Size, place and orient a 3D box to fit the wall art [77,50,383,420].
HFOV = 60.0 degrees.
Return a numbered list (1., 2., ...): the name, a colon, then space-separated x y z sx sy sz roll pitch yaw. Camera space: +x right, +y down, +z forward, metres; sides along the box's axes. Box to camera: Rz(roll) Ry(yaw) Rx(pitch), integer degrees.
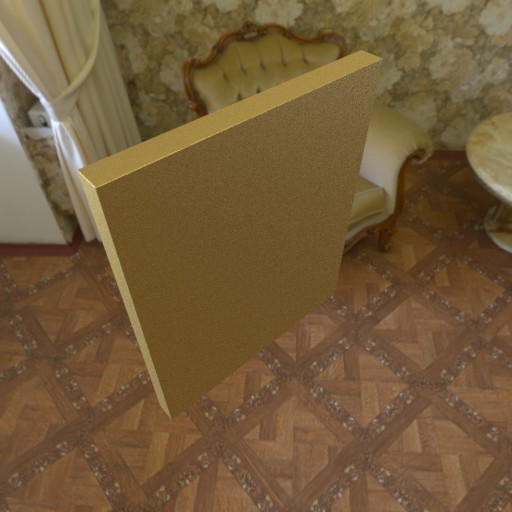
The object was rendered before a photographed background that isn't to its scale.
1. wall art: 0.000 0.000 0.878 0.537 0.642 0.048 -33 55 -27
